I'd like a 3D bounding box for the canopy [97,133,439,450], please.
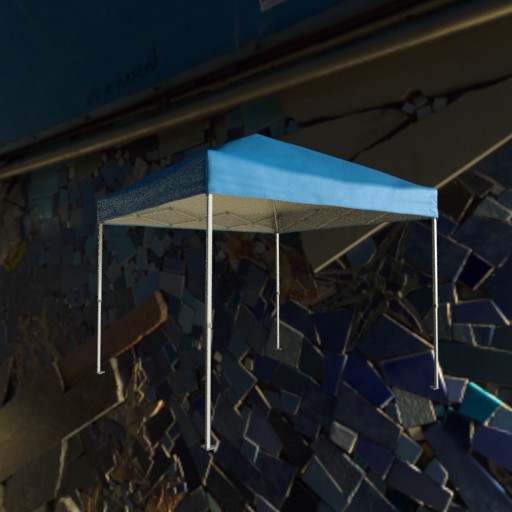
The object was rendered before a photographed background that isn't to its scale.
[{"bbox_3d":[0.000,0.000,5.396,2.996,2.997,2.998,1,-2,-35],"label":"canopy"}]
